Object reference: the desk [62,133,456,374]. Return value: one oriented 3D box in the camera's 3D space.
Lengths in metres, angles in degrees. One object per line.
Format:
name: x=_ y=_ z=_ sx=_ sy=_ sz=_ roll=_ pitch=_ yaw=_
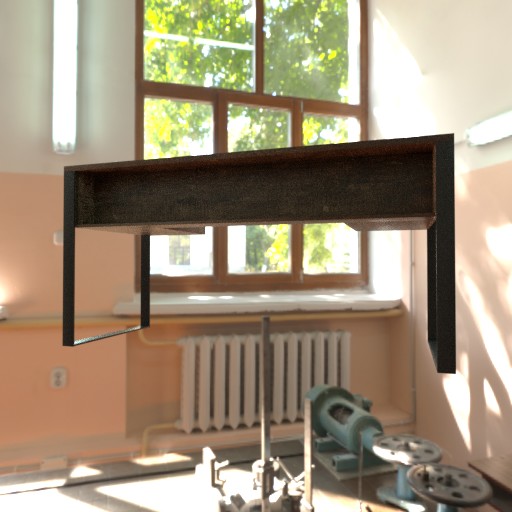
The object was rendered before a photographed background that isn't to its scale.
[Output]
desk: x=0.000 y=0.000 z=1.924 sx=1.524 sy=0.762 sz=0.599 roll=0 pitch=-1 yaw=18
